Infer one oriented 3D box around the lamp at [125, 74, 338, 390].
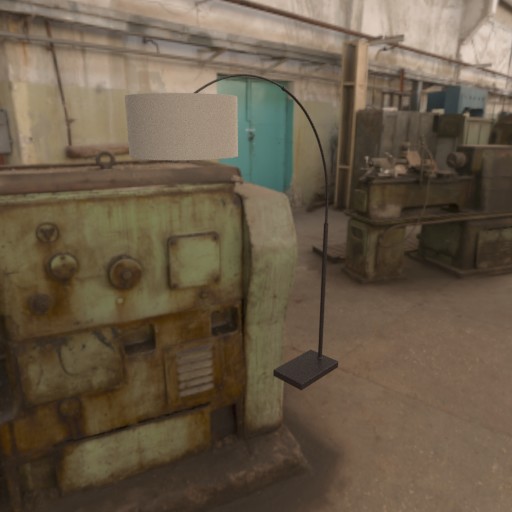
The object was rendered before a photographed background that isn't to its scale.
[{"bbox_3d":[0.000,0.000,2.535,1.424,1.927,0.493,-16,23,-42],"label":"lamp"}]
